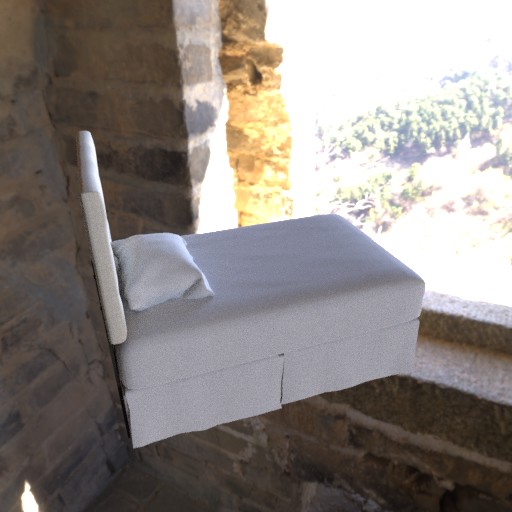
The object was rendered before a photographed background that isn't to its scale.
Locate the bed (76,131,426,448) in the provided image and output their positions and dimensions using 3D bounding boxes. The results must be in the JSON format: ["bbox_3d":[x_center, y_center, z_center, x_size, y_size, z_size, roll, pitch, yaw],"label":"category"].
[{"bbox_3d":[0.000,0.000,2.963,1.997,1.571,1.261,-10,31,-17],"label":"bed"}]
